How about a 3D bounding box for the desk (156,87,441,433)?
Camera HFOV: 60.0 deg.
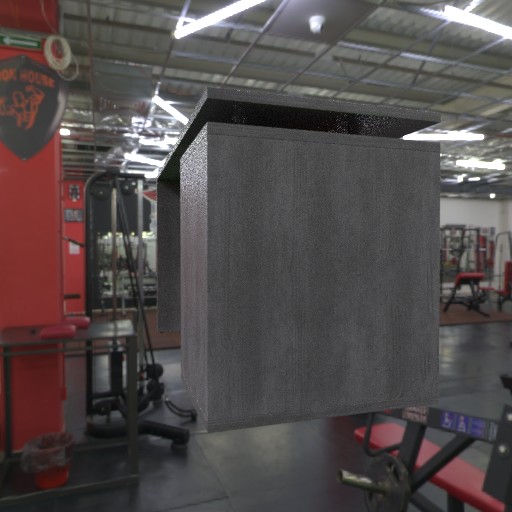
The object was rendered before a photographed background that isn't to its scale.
[{"bbox_3d":[0.000,0.000,1.608,0.600,0.740,1.200,0,1,-18],"label":"desk"}]
